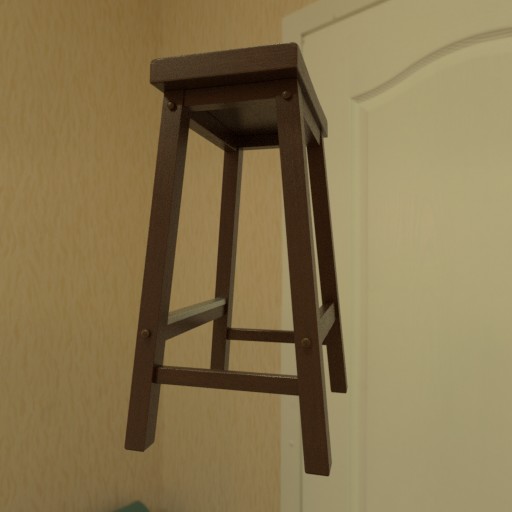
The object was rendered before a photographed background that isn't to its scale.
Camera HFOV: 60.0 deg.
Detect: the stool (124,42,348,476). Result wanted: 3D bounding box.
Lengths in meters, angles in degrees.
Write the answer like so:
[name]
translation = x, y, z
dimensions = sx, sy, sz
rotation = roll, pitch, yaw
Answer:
[stool]
translation = 0.000, 0.000, 0.850
dimensions = 0.322, 0.610, 0.406
rotation = 0, 1, 15
